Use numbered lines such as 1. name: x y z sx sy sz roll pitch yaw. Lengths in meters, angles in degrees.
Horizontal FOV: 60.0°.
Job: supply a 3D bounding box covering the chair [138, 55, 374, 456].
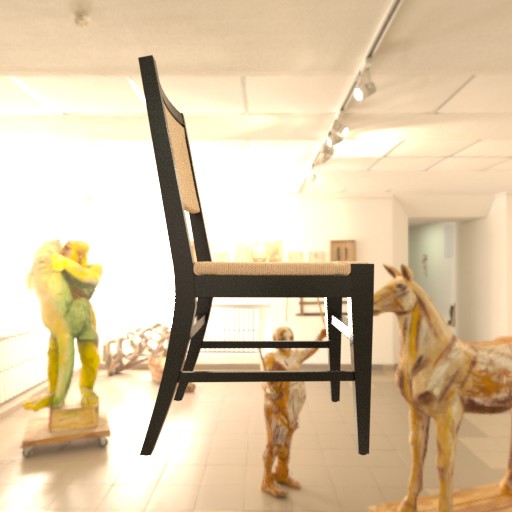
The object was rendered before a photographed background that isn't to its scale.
1. chair: 0.000 0.000 1.234 0.552 0.927 0.437 0 -1 0
